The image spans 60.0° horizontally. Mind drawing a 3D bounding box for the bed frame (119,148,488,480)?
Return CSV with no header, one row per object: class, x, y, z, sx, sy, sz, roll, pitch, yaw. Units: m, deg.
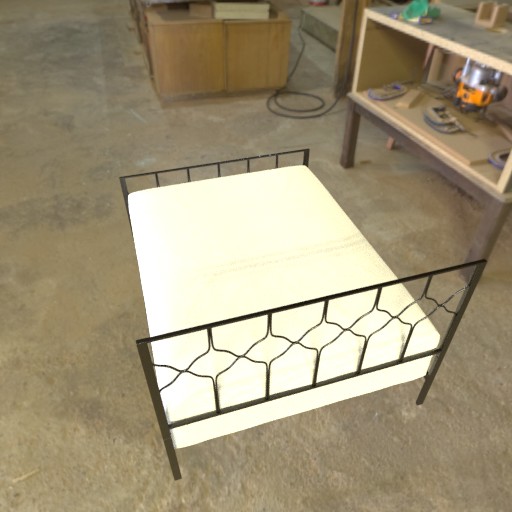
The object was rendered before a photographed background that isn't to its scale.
bed frame,0.000,0.000,3.008,1.597,1.222,2.063,-12,42,-13
